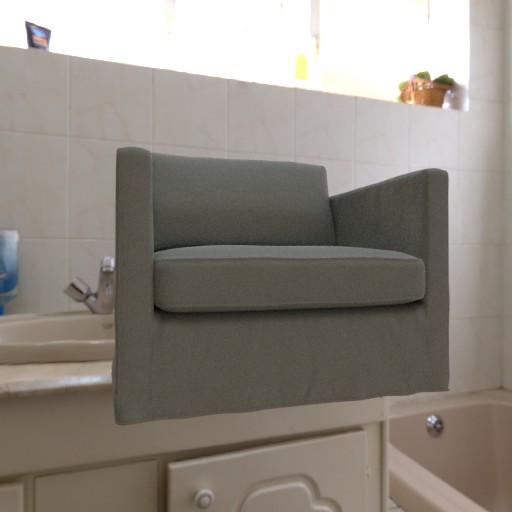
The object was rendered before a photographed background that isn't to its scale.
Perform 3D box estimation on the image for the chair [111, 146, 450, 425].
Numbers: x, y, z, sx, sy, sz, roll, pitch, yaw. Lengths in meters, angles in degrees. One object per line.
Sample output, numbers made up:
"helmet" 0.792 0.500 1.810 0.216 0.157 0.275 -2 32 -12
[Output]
"chair" 0.000 0.000 1.702 1.057 0.863 0.949 0 0 -17
